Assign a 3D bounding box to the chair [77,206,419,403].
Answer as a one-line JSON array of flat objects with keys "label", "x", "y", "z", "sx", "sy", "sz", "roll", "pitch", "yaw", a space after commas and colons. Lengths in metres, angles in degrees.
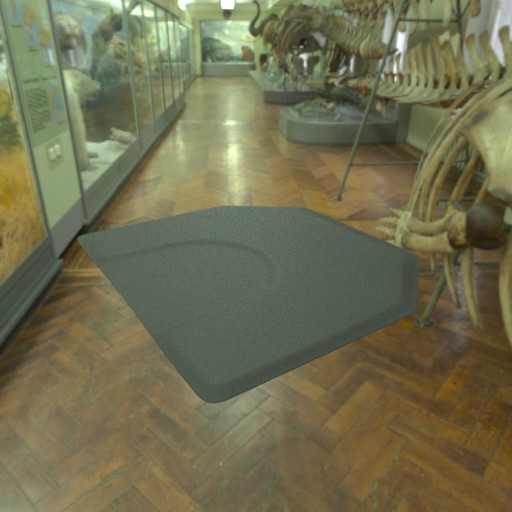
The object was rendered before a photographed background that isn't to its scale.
[{"label": "chair", "x": 0.000, "y": 0.000, "z": 1.956, "sx": 1.219, "sy": 0.024, "sz": 1.372, "roll": -16, "pitch": 30, "yaw": -30}]
